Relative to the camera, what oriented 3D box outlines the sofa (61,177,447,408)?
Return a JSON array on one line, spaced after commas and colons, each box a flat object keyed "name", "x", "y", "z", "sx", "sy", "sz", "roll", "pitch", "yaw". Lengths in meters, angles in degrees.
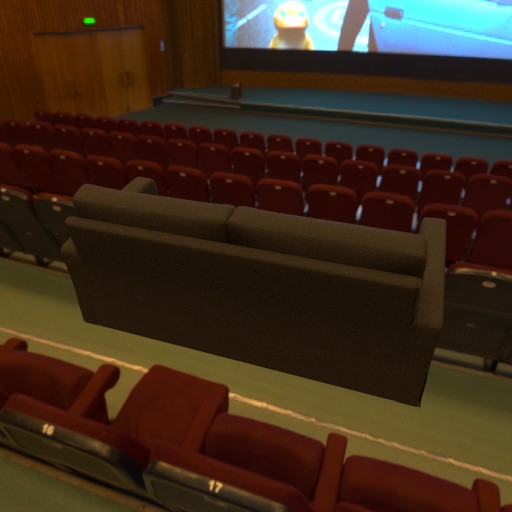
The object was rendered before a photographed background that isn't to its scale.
[{"name": "sofa", "x": 0.000, "y": 0.000, "z": 2.365, "sx": 1.852, "sy": 0.839, "sz": 0.898, "roll": 10, "pitch": 33, "yaw": 16}]
